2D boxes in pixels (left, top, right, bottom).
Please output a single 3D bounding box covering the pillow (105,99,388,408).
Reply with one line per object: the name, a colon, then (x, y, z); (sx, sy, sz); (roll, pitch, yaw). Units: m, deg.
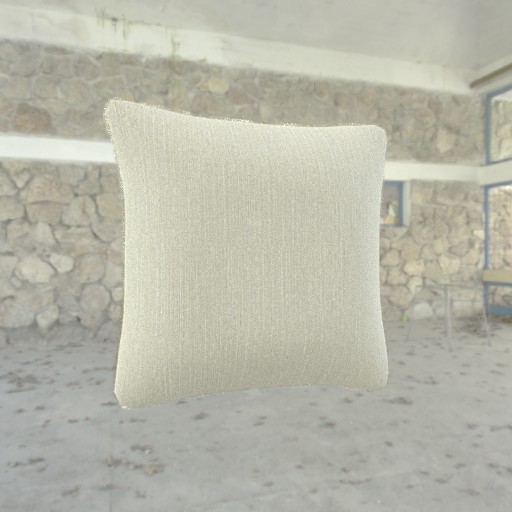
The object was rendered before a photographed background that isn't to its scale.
pillow: (0.000, 0.000, 0.824); (0.538, 0.525, 0.216); (0, 0, -17)
